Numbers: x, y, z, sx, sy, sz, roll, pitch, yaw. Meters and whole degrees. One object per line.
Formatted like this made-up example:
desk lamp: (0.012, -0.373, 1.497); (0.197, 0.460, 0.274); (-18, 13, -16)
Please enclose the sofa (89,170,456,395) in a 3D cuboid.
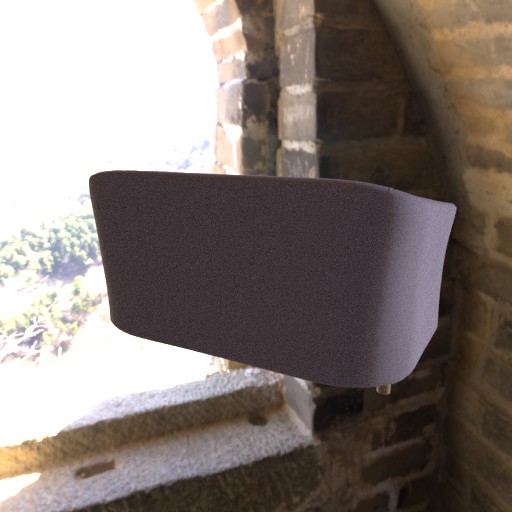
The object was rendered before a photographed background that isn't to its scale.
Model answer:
sofa: (0.000, 0.000, 1.847); (1.452, 0.721, 0.705); (7, 17, 26)
